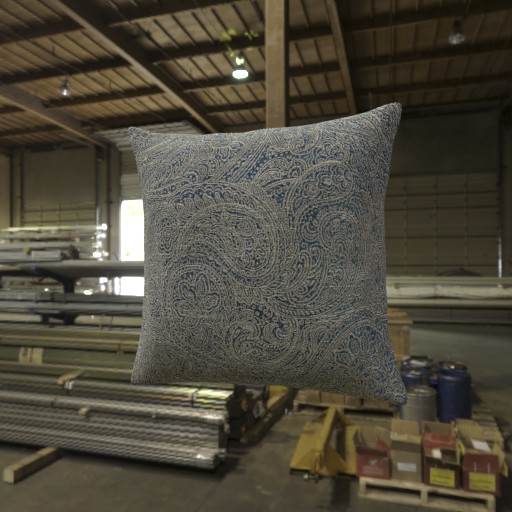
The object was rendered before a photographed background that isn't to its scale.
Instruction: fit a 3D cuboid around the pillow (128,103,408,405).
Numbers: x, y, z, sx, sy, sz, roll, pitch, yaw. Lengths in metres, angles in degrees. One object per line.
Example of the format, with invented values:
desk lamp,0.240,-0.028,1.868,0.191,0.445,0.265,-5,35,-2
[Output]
pillow,0.000,0.000,0.809,0.523,0.510,0.166,0,-1,16
